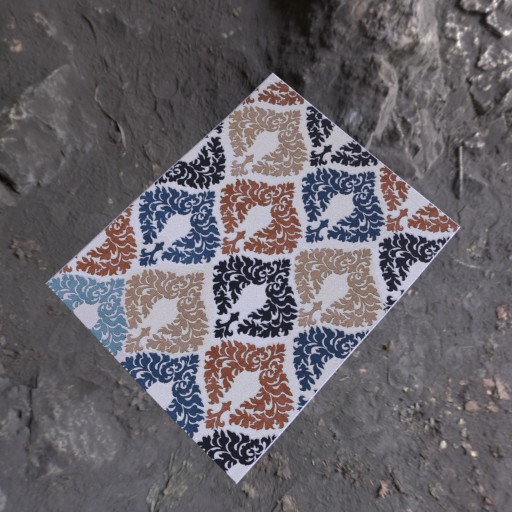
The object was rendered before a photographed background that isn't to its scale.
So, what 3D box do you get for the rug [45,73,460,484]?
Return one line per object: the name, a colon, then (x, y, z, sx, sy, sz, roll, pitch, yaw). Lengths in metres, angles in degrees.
rug: (0.000, 0.000, 4.083, 2.423, 0.014, 3.040, 43, 80, 9)
